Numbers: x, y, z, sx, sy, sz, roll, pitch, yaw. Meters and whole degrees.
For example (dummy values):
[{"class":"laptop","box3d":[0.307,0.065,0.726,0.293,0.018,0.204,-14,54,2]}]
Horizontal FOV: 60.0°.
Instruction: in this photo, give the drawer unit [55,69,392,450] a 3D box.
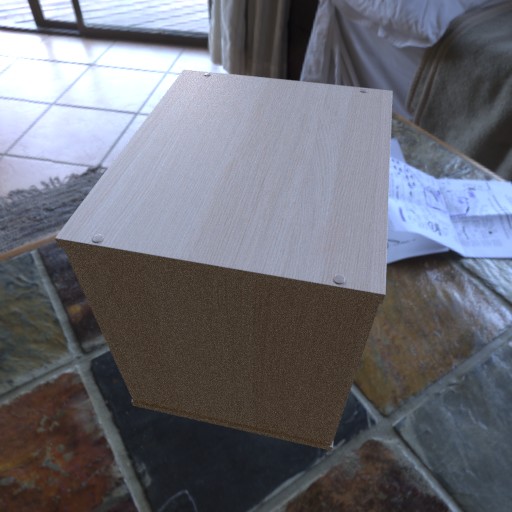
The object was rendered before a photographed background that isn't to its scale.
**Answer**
[{"class":"drawer unit","box3d":[0.000,0.000,0.616,0.290,0.344,0.349,9,48,9]}]
